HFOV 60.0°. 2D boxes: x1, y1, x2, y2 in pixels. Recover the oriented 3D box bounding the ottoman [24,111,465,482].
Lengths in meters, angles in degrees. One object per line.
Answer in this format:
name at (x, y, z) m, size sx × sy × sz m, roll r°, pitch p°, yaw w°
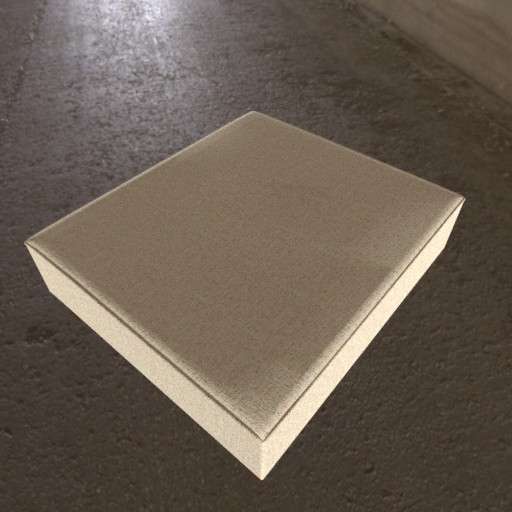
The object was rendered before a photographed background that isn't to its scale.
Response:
ottoman at (0.000, 0.000, 1.193) m, size 0.736 × 0.303 × 0.835 m, roll 31°, pitch 53°, yaw 27°
